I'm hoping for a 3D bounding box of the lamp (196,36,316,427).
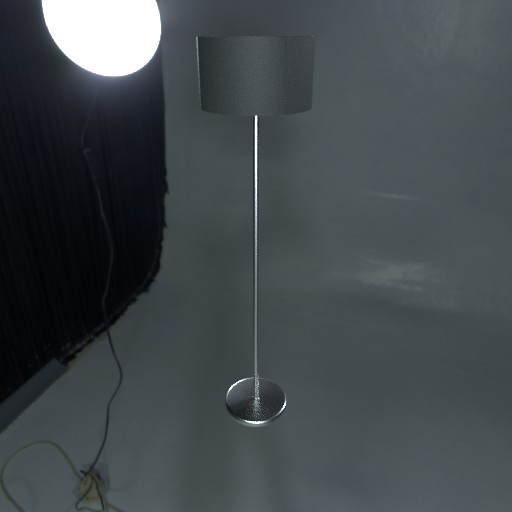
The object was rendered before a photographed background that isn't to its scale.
[{"bbox_3d":[0.000,0.000,1.626,0.348,1.443,0.348,8,28,15],"label":"lamp"}]
